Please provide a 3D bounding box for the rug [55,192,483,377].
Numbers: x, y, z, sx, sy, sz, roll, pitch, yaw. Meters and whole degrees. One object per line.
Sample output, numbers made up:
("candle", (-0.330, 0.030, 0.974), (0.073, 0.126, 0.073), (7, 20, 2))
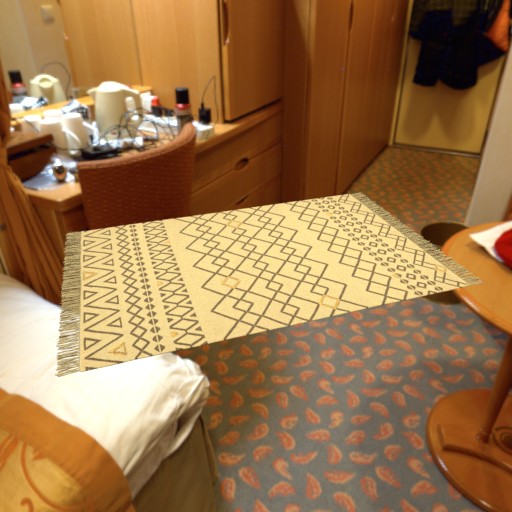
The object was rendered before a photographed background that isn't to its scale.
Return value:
("rug", (0.000, 0.000, 2.989), (2.472, 0.035, 1.495), (-10, 32, -16))
